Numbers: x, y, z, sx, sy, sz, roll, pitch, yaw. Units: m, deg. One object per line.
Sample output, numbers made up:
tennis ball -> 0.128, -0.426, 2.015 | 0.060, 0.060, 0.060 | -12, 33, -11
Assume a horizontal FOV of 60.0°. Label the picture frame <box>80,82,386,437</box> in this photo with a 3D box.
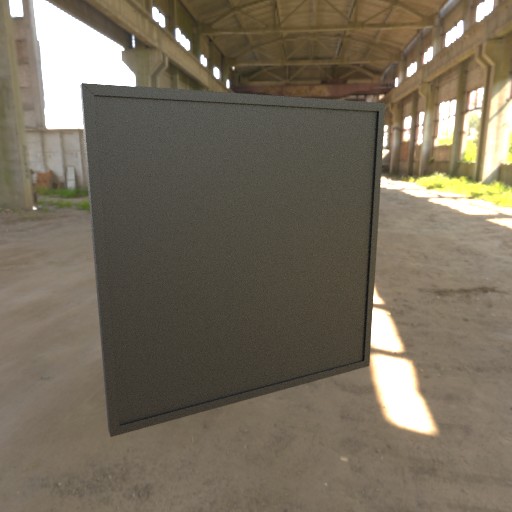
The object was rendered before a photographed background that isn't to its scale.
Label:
picture frame -> 0.000, 0.000, 1.129 | 0.775, 0.775, 0.032 | -7, 14, -26
